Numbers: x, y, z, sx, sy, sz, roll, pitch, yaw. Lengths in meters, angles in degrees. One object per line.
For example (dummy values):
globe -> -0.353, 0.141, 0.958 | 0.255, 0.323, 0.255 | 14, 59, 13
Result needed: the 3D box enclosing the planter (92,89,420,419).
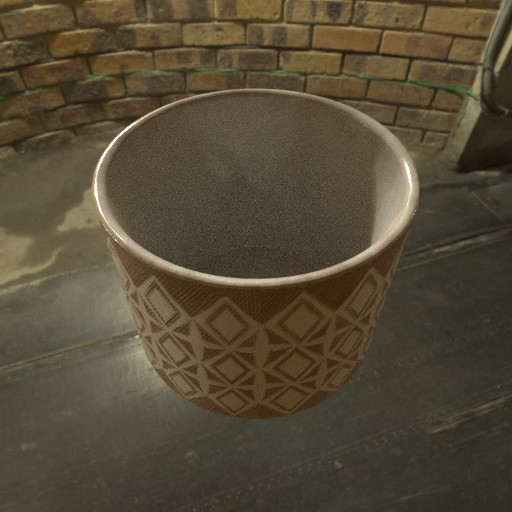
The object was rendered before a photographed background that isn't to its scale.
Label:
planter -> 0.000, 0.000, 0.328 | 0.193, 0.165, 0.193 | 0, 47, 0
